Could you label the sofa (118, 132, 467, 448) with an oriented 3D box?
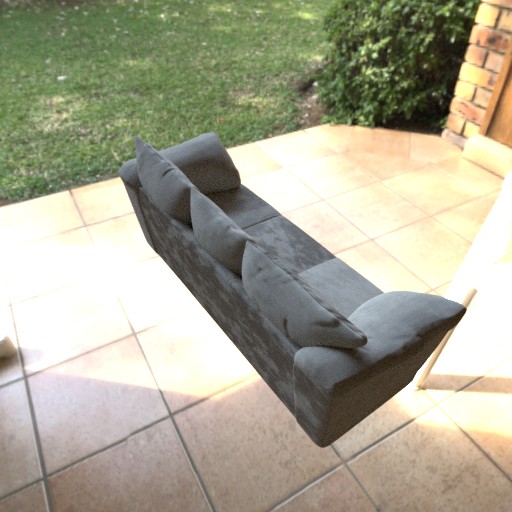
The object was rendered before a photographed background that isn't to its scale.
[{"bbox_3d":[0.000,0.000,2.848,0.893,0.981,2.377,-25,47,-26],"label":"sofa"}]
